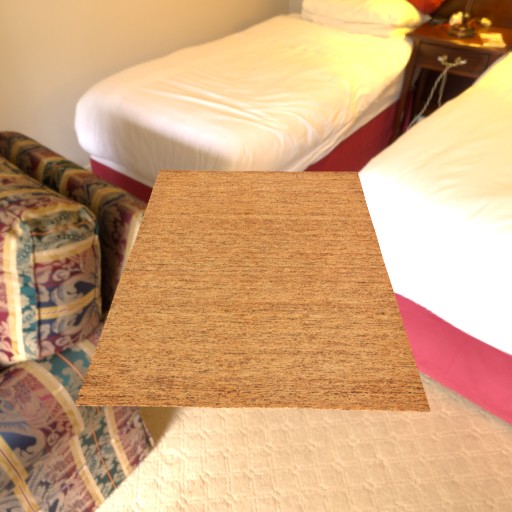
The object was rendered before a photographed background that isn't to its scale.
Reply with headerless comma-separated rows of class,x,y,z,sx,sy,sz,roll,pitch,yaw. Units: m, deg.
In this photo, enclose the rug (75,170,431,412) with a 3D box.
rug,0.000,0.000,4.245,2.438,0.012,3.200,1,41,1
